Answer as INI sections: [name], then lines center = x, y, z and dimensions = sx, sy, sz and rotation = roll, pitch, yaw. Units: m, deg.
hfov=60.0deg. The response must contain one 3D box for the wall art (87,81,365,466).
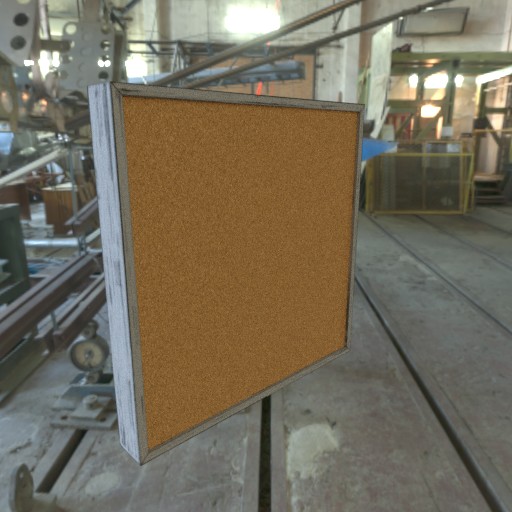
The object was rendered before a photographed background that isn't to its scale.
[wall art]
center = 0.000, 0.000, 0.448
dimensions = 0.303, 0.303, 0.036
rotation = -14, 20, -42
